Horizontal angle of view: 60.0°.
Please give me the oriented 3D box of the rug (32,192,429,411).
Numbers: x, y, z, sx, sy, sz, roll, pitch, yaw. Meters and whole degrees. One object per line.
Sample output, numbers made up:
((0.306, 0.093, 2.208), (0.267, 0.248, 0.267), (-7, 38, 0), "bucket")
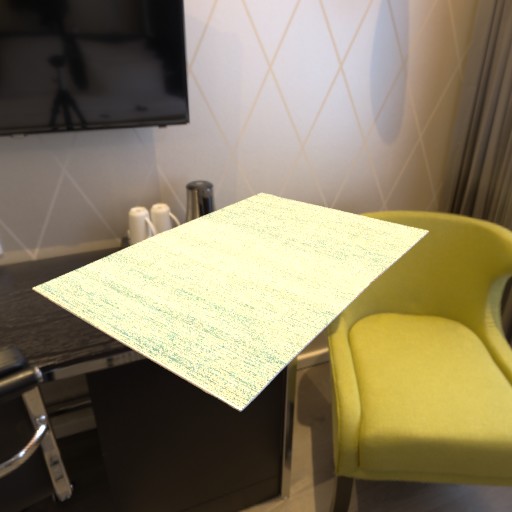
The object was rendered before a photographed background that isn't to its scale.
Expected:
((0.000, 0.000, 3.008), (1.593, 0.029, 2.305), (19, 32, 33), "rug")
